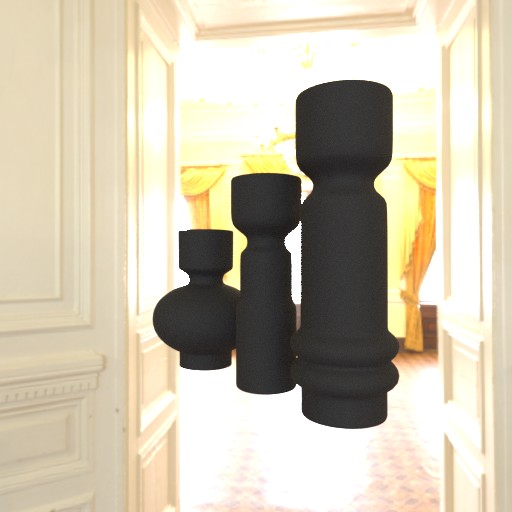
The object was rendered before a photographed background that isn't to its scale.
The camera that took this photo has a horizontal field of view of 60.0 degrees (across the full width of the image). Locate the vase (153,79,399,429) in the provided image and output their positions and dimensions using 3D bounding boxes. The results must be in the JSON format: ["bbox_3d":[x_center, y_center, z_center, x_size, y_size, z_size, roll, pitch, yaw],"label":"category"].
[{"bbox_3d":[0.000,0.000,0.436,0.120,0.249,0.307,0,0,-38],"label":"vase"}]
